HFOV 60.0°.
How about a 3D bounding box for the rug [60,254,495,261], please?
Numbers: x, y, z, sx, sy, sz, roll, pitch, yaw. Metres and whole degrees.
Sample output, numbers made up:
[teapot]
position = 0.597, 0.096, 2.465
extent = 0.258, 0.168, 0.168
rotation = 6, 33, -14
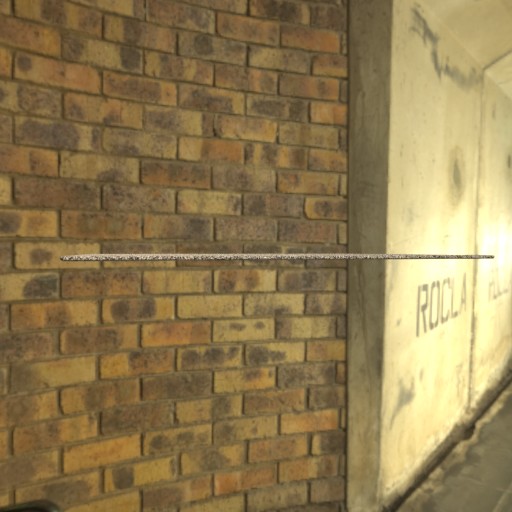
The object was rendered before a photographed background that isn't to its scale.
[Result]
[rug]
position = 0.000, 0.000, 4.050
extent = 3.047, 0.029, 2.438
rotation = 0, 1, -18
